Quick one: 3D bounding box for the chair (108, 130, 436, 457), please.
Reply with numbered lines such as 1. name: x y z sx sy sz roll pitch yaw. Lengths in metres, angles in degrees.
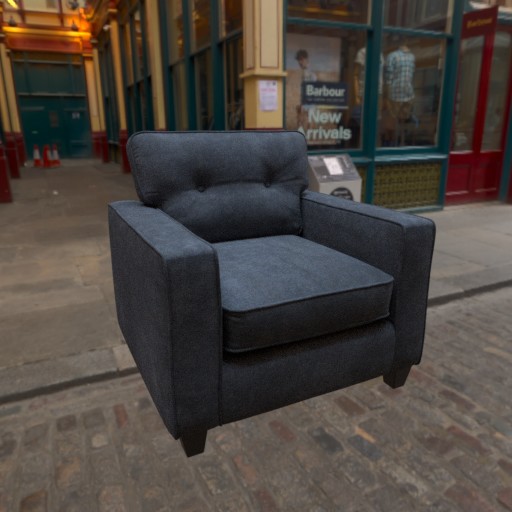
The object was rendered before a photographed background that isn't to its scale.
1. chair: 0.000 0.000 1.782 1.015 0.965 0.939 -8 18 -25
